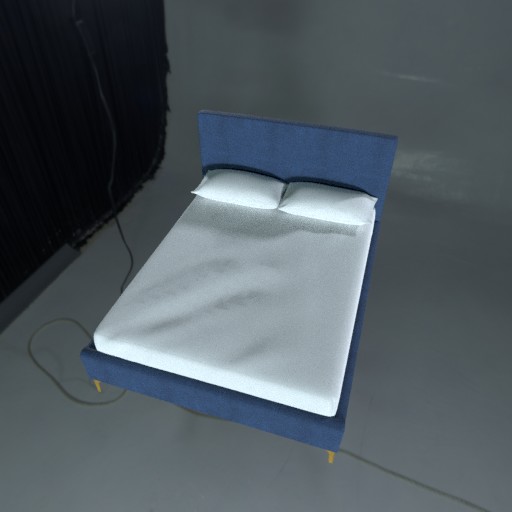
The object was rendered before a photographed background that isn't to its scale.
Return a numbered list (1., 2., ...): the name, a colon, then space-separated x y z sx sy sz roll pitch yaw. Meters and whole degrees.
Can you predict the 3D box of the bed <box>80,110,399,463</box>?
1. bed: 0.000 0.000 3.325 1.723 1.231 2.172 12 42 13
